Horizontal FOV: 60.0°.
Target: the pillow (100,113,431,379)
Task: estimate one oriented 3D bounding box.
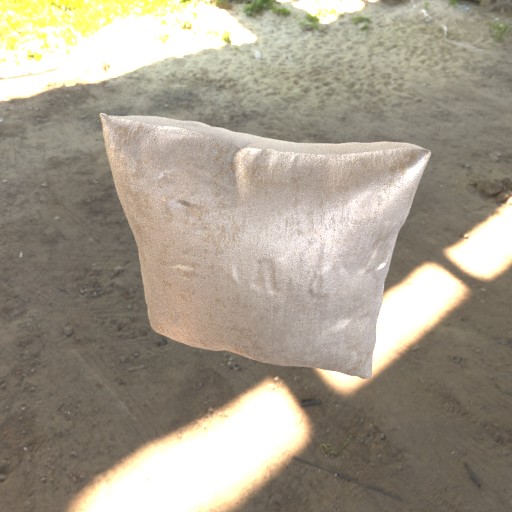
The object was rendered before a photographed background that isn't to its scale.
[{"bbox_3d":[0.000,0.000,0.722,0.450,0.448,0.245,12,42,13],"label":"pillow"}]
